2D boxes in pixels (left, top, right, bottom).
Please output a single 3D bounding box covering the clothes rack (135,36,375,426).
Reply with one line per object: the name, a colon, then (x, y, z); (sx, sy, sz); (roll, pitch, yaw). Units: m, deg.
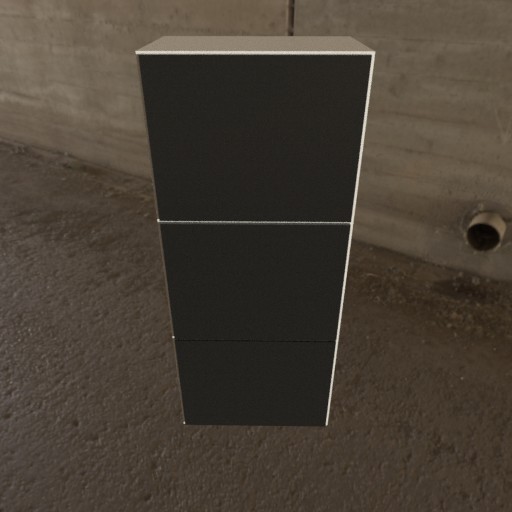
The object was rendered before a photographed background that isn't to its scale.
clothes rack: (0.000, 0.000, 1.363); (0.500, 1.187, 0.330); (0, 31, 1)
